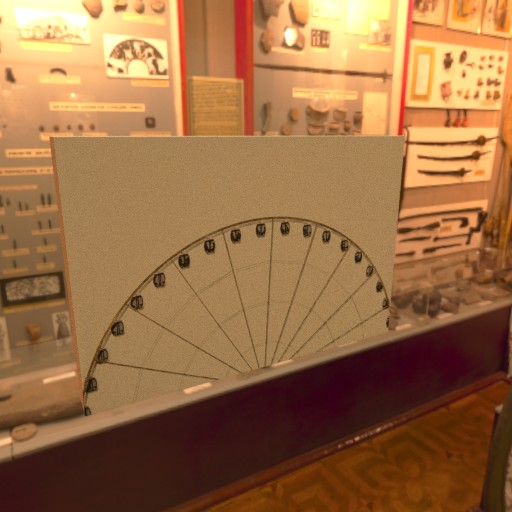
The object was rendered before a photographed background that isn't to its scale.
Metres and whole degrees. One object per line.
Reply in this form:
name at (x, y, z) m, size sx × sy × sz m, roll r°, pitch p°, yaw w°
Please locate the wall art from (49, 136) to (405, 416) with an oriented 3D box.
wall art at (0.000, 0.000, 0.486) m, size 0.384 × 0.254 × 0.039 m, roll -8°, pitch 17°, yaw -27°
